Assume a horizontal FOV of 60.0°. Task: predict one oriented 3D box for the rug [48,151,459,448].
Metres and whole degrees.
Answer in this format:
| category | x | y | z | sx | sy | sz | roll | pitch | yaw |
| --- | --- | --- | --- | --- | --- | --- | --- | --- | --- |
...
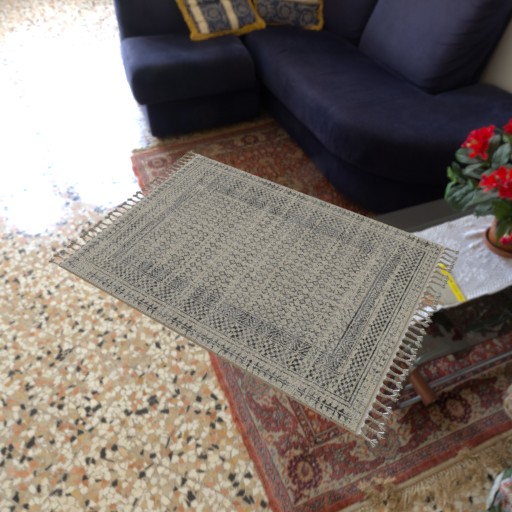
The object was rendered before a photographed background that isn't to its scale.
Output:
| category | x | y | z | sx | sy | sz | roll | pitch | yaw |
| --- | --- | --- | --- | --- | --- | --- | --- | --- | --- |
| rug | 0.000 | 0.000 | 2.382 | 1.872 | 0.013 | 1.243 | 24 | 51 | 21 |
